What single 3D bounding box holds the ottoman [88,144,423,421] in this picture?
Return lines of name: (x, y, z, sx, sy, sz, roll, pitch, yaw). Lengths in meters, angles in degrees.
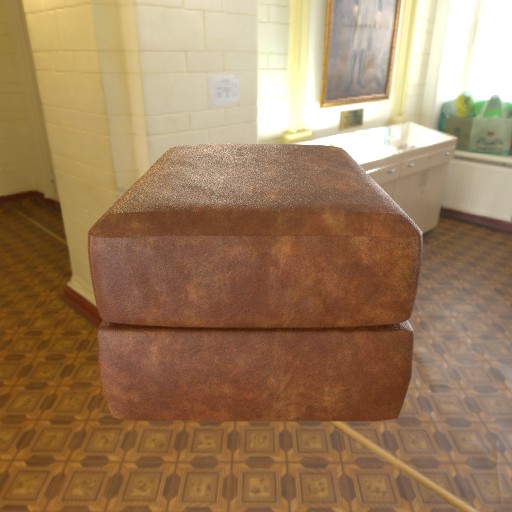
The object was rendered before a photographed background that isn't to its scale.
ottoman: (0.000, 0.000, 1.135, 0.603, 0.476, 0.751, 0, 24, 0)
